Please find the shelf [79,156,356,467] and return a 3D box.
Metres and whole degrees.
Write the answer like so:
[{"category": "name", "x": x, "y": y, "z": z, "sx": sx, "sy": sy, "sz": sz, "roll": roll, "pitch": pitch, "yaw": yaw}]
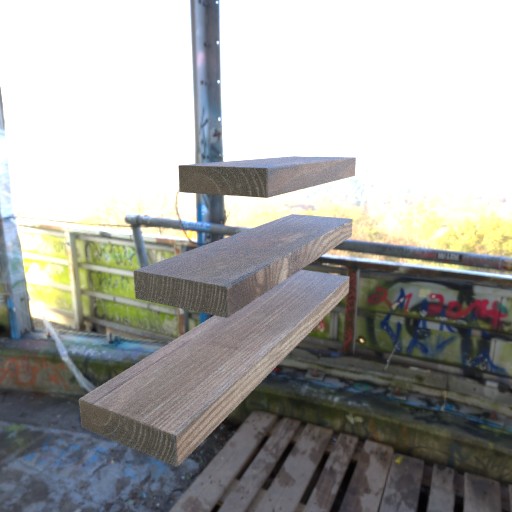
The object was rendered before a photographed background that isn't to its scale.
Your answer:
[{"category": "shelf", "x": 0.000, "y": 0.000, "z": 0.712, "sx": 0.140, "sy": 0.293, "sz": 0.610, "roll": 8, "pitch": 17, "yaw": 27}]
